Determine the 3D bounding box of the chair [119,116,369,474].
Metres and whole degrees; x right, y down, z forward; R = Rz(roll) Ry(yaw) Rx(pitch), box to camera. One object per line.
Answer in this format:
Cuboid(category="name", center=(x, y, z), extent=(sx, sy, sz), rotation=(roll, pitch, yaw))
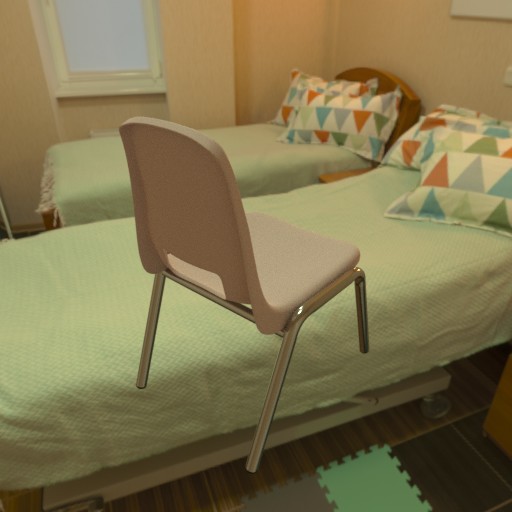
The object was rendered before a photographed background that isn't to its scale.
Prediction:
Cuboid(category="chair", center=(0.000, 0.000, 0.854), extent=(0.354, 0.586, 0.423), rotation=(23, 37, 33))
